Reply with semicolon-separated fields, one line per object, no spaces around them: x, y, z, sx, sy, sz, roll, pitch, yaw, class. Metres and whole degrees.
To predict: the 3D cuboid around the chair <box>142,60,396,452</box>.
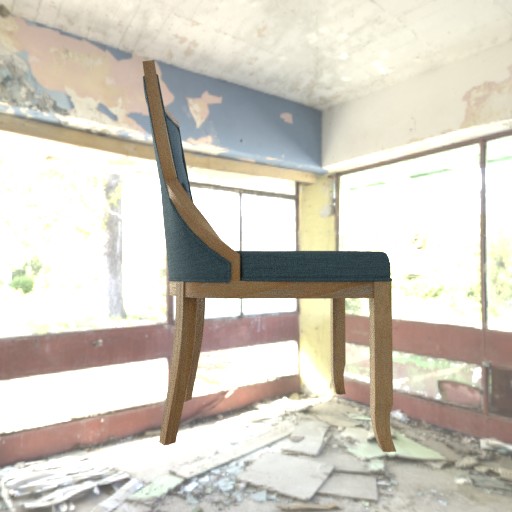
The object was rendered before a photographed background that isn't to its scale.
0.000;0.000;1.308;0.641;0.947;0.524;0;-2;-2;chair
